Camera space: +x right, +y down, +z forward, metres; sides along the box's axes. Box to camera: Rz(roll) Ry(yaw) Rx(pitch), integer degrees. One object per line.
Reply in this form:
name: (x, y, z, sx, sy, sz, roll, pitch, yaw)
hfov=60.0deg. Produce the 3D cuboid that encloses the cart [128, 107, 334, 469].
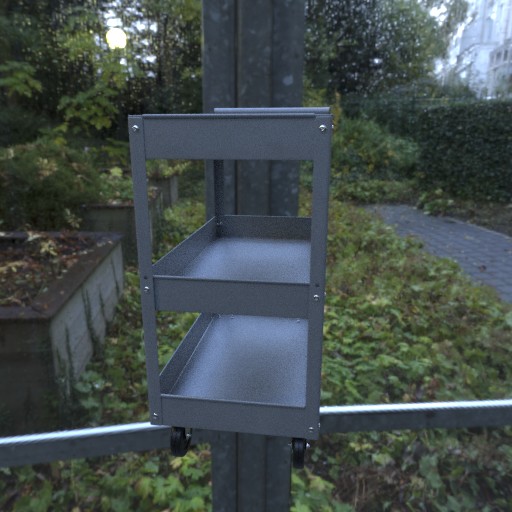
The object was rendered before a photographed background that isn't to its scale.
cart: (0.000, 0.000, 1.170, 0.366, 0.780, 0.719, 2, 16, 8)
